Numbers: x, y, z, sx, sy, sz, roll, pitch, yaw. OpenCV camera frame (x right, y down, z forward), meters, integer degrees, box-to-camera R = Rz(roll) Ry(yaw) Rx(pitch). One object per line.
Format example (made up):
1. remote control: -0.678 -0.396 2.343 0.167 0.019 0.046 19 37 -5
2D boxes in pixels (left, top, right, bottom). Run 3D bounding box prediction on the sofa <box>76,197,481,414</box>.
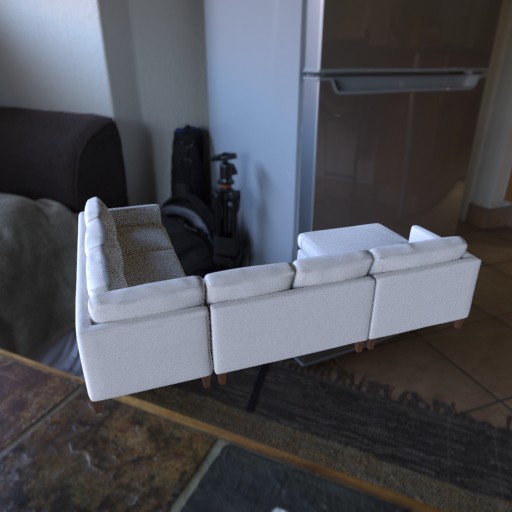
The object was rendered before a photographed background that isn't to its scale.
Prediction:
1. sofa: 0.000 0.000 4.647 3.459 0.956 2.593 -9 27 -17
